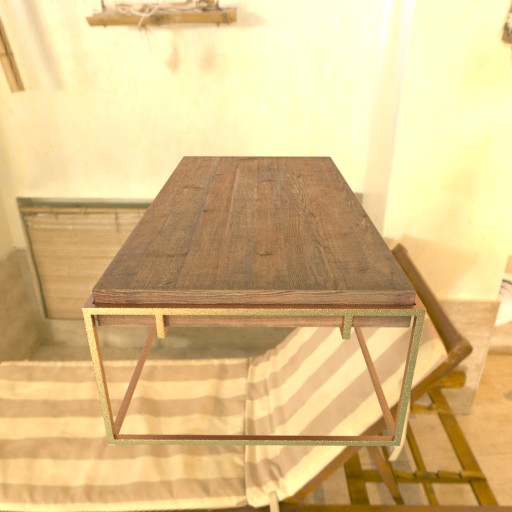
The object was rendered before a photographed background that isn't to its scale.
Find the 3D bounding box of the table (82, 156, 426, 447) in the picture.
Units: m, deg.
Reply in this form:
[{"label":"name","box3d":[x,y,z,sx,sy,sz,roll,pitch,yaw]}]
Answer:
[{"label":"table","box3d":[0.000,0.000,1.706,0.775,0.468,1.387,0,25,0]}]
